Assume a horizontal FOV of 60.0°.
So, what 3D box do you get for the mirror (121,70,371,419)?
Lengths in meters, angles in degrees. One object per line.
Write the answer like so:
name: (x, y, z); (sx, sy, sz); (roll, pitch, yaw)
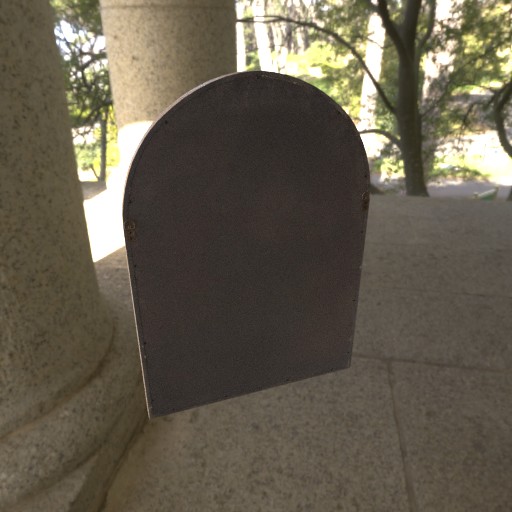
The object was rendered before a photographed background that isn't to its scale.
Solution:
mirror: (0.000, 0.000, 1.188); (0.660, 0.920, 0.032); (-9, 27, -18)
